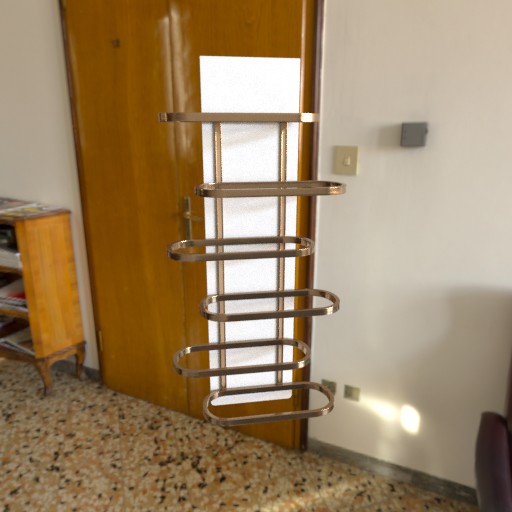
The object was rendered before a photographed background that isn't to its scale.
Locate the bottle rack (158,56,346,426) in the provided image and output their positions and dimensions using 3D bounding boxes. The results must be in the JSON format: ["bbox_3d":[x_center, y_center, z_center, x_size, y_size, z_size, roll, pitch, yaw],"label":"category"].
[{"bbox_3d":[0.000,0.000,0.839,0.332,0.709,0.118,-3,16,-9],"label":"bottle rack"}]
